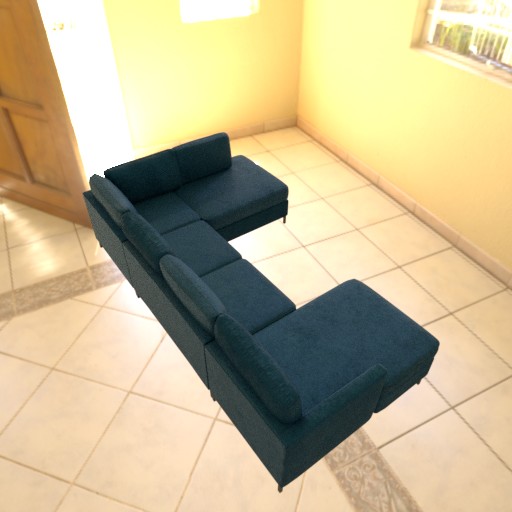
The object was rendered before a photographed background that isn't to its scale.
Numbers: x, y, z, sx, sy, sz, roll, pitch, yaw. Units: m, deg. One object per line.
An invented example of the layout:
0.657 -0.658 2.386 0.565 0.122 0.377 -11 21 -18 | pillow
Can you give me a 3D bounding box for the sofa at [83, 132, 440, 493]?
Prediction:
0.000 0.000 4.226 2.055 0.992 3.434 -26 47 -27 | sofa
